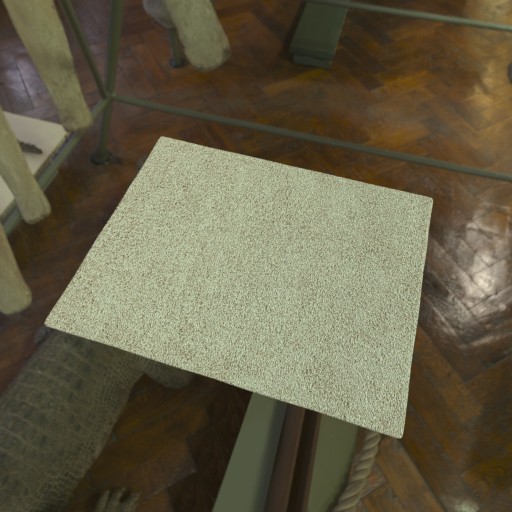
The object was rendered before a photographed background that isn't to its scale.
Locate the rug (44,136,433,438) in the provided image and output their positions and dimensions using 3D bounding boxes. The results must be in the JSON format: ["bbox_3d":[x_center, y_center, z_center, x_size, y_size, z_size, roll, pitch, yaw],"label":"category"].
[{"bbox_3d":[0.000,0.000,4.168,3.047,0.029,2.438,15,58,9],"label":"rug"}]
